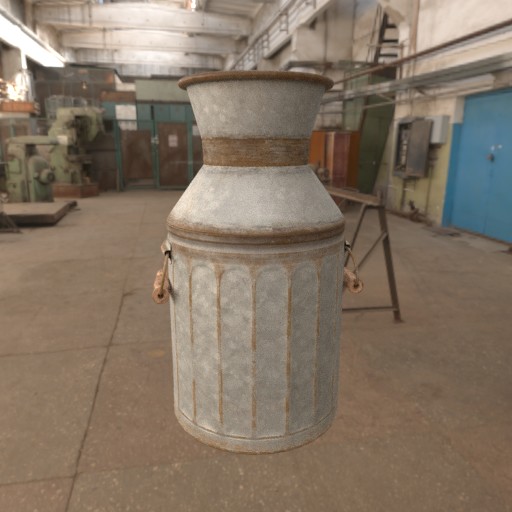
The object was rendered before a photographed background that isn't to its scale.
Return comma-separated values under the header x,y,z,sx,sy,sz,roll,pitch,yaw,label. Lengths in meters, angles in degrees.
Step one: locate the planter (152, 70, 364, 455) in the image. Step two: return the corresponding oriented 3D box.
x,y,z,sx,sy,sz,roll,pitch,yaw,label
0.000,0.000,0.537,0.245,0.396,0.214,-2,15,-9,planter
